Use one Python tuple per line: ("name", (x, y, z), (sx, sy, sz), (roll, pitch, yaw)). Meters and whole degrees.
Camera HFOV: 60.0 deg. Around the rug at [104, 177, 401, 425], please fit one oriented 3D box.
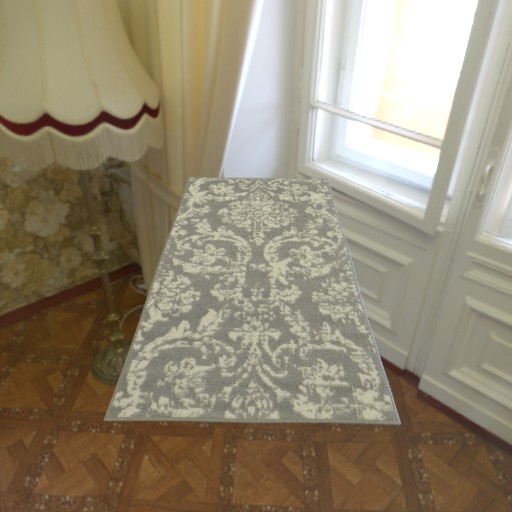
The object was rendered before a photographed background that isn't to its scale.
("rug", (0.000, 0.000, 1.404), (0.604, 0.007, 1.219), (0, 34, 1))
